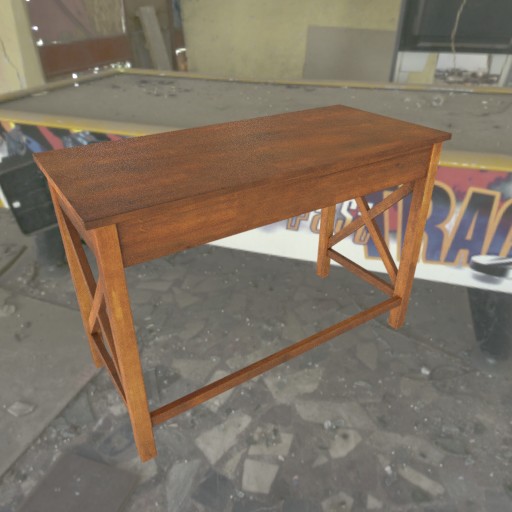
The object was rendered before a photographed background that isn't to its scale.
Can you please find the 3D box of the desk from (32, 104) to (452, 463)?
[{"bbox_3d":[0.000,0.000,1.476,1.117,0.762,0.508,-19,35,-28],"label":"desk"}]
